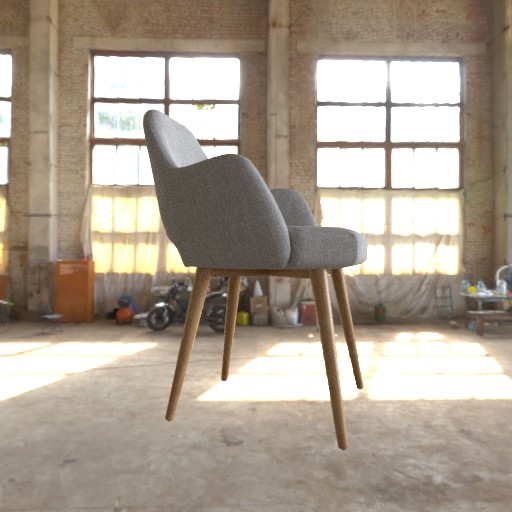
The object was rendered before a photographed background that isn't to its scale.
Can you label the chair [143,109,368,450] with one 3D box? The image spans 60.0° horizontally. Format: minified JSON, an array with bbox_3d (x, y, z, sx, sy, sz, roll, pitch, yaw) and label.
[{"bbox_3d":[0.000,0.000,1.261,0.610,0.840,0.590,0,0,18],"label":"chair"}]
